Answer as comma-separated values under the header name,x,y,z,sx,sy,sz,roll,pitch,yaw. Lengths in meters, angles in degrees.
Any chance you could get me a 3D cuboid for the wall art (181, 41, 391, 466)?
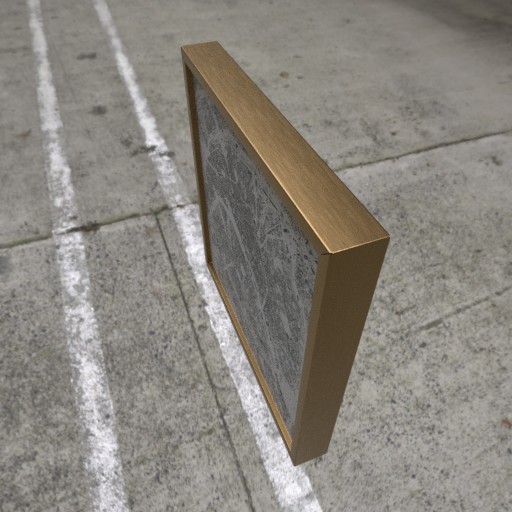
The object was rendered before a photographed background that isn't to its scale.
name,x,y,z,sx,sy,sz,roll,pitch,yaw
wall art,0.000,0.000,0.442,0.037,0.305,0.305,-16,47,-15
